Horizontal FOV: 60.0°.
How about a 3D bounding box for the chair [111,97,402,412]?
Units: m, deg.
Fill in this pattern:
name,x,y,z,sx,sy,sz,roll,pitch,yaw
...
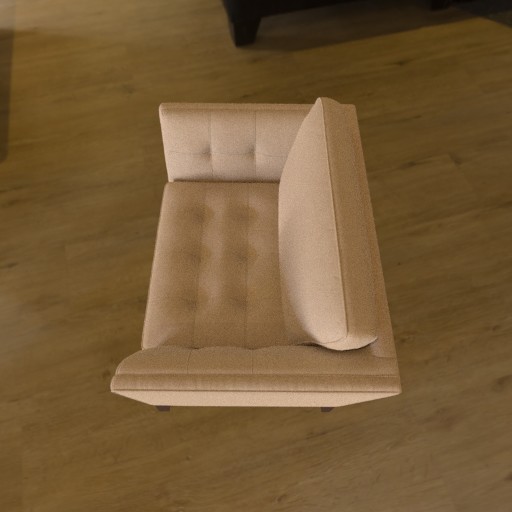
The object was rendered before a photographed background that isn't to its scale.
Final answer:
name,x,y,z,sx,sy,sz,roll,pitch,yaw
chair,0.000,0.000,2.053,0.965,0.940,1.397,0,59,0
